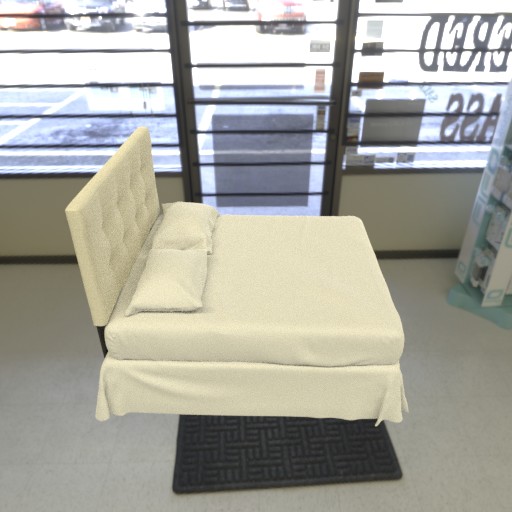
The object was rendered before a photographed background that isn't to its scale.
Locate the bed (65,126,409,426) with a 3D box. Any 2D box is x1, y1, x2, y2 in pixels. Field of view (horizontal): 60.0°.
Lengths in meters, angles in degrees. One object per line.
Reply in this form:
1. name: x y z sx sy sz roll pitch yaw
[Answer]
1. bed: 0.000 0.000 3.484 2.222 1.577 1.936 1 32 1
